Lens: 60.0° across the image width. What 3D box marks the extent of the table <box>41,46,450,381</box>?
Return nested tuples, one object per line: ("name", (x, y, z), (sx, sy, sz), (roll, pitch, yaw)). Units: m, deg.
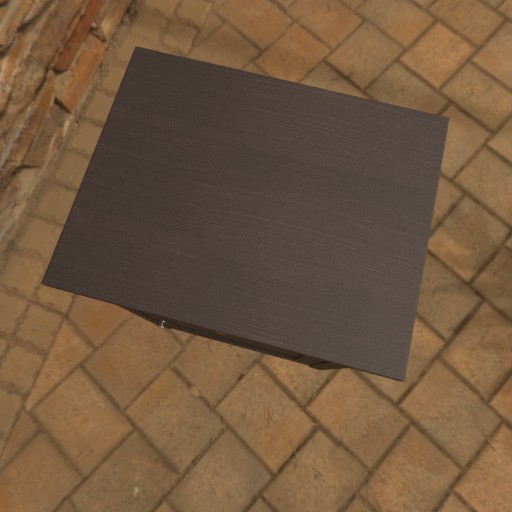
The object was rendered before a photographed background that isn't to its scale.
("table", (0.000, 0.000, 0.917), (0.480, 0.635, 0.381), (14, 75, 4))
